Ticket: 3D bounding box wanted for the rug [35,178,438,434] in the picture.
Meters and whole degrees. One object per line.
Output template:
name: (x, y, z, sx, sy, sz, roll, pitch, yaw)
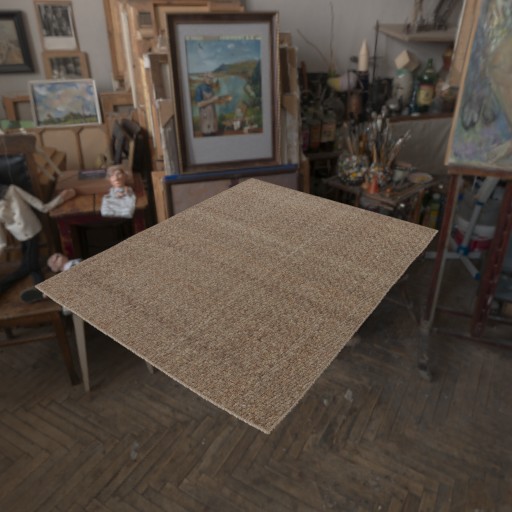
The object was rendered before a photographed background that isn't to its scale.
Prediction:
rug: (0.000, 0.000, 4.121, 2.439, 0.013, 3.048, 21, 37, 31)
